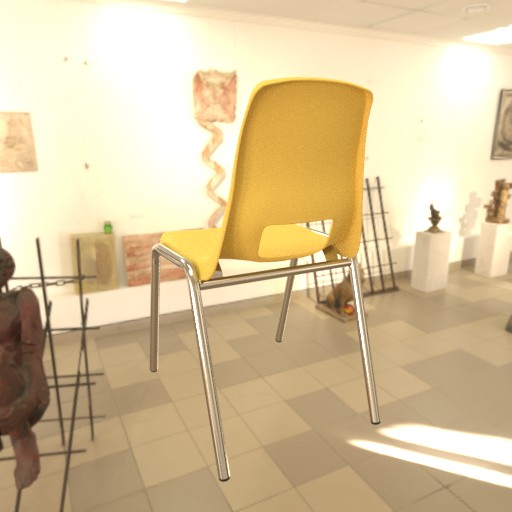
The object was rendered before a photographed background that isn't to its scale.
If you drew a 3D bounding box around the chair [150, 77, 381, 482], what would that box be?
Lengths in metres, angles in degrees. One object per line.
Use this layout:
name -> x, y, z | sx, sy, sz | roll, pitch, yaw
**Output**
chair -> 0.000, 0.000, 0.926 | 0.381, 0.653, 0.436 | -8, 17, -26
